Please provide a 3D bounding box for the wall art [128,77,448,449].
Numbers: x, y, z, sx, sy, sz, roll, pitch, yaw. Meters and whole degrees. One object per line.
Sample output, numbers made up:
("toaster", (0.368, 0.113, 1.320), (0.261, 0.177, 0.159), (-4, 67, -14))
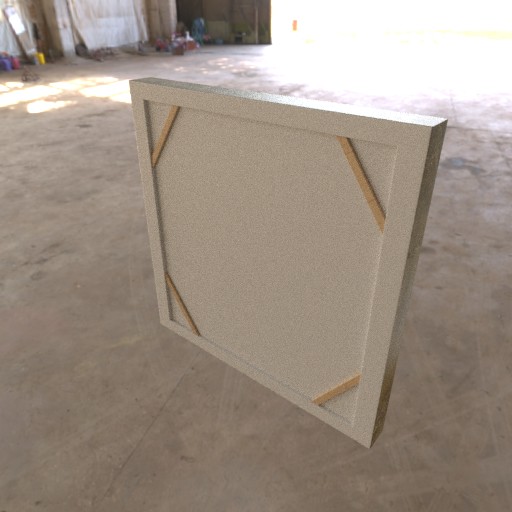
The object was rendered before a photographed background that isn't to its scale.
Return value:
("wall art", (0.000, 0.000, 0.589), (0.405, 0.407, 0.038), (22, 36, 33))
